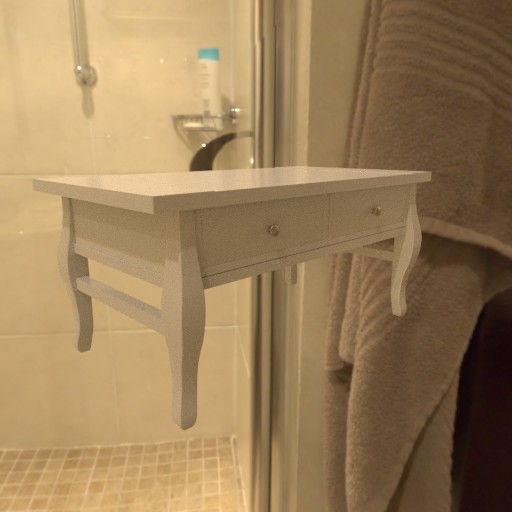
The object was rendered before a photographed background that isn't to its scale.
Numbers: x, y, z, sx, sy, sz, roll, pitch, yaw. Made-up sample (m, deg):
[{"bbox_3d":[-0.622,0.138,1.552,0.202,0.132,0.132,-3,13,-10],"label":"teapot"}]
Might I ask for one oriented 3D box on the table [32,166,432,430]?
[{"bbox_3d":[0.000,0.000,1.372,1.062,0.495,0.600,-13,19,-43],"label":"table"}]
